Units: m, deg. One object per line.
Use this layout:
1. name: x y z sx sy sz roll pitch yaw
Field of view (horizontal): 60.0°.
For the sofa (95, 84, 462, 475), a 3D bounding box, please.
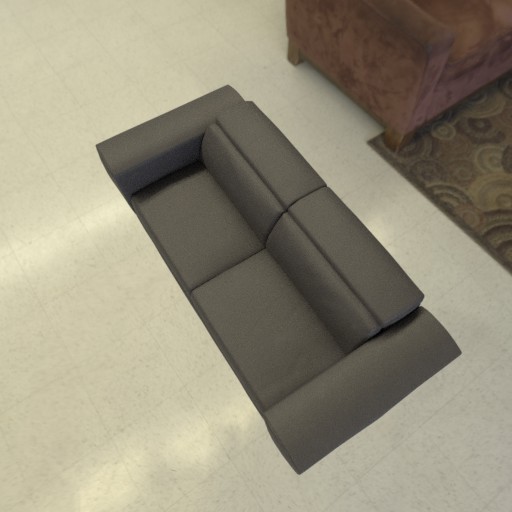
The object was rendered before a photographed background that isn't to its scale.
1. sofa: 0.000 0.000 2.789 1.048 0.814 2.330 -30 67 -14
